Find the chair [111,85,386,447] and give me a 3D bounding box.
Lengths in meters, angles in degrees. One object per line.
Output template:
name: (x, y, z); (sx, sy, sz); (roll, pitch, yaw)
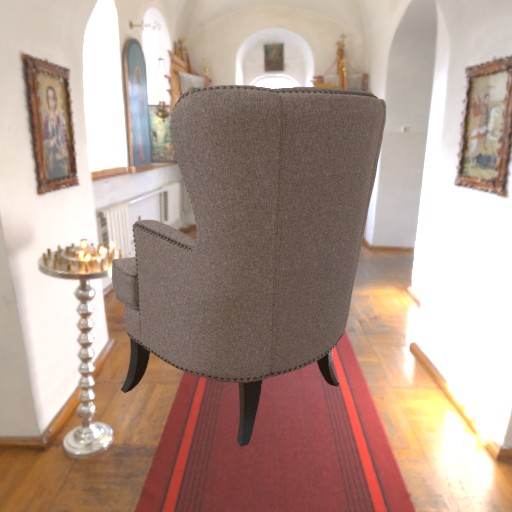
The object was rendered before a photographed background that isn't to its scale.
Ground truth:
chair: (0.000, 0.000, 1.546); (0.759, 1.060, 0.758); (-15, 22, -41)
